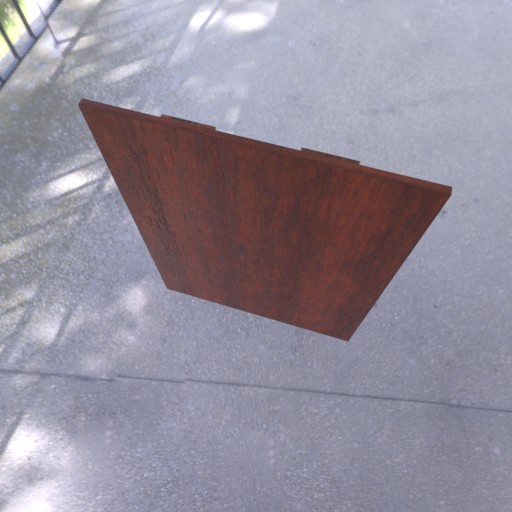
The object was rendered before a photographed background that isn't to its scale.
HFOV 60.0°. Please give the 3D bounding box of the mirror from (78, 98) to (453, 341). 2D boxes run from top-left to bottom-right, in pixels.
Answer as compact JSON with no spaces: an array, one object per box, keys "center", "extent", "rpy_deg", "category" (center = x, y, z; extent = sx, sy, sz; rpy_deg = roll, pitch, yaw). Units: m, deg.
[{"center":[0.000,0.000,1.047],"extent":[0.600,0.805,0.021],"rpy_deg":[15,65,7],"category":"mirror"}]
